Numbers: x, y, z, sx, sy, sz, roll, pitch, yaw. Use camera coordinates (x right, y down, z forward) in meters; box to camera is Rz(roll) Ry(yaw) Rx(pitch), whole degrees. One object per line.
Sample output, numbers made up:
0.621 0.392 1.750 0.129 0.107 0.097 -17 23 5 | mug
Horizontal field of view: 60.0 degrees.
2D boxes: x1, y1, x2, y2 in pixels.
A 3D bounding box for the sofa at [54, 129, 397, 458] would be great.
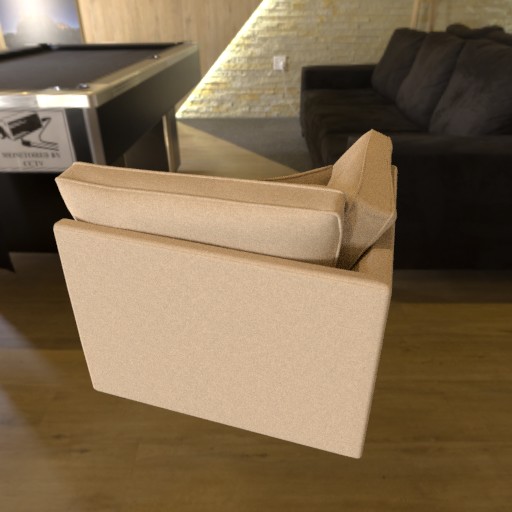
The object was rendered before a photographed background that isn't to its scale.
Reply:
0.000 0.000 1.823 1.042 0.937 1.050 9 31 15 | sofa
